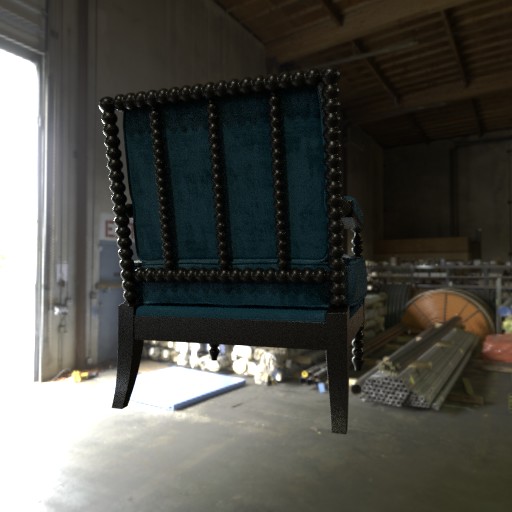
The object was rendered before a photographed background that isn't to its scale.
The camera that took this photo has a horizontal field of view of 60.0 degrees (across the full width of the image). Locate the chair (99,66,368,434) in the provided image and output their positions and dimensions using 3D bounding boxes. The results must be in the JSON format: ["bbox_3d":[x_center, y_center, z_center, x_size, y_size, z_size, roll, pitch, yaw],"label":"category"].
[{"bbox_3d":[0.000,0.000,1.449,0.688,0.857,0.805,0,-1,17],"label":"chair"}]
